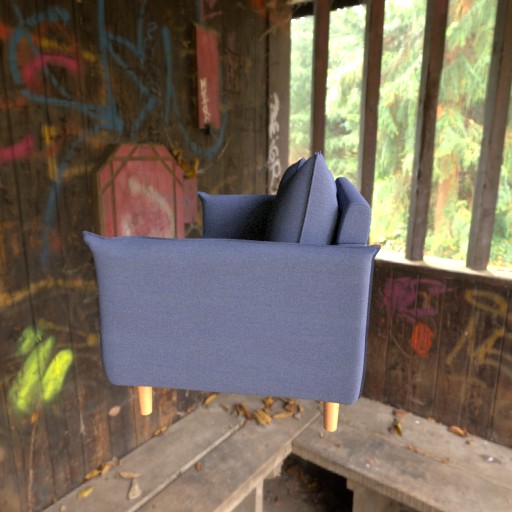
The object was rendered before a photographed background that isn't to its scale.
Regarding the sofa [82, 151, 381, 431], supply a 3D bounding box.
[{"bbox_3d":[0.000,0.000,1.820,0.820,0.840,1.300,2,14,8],"label":"sofa"}]
